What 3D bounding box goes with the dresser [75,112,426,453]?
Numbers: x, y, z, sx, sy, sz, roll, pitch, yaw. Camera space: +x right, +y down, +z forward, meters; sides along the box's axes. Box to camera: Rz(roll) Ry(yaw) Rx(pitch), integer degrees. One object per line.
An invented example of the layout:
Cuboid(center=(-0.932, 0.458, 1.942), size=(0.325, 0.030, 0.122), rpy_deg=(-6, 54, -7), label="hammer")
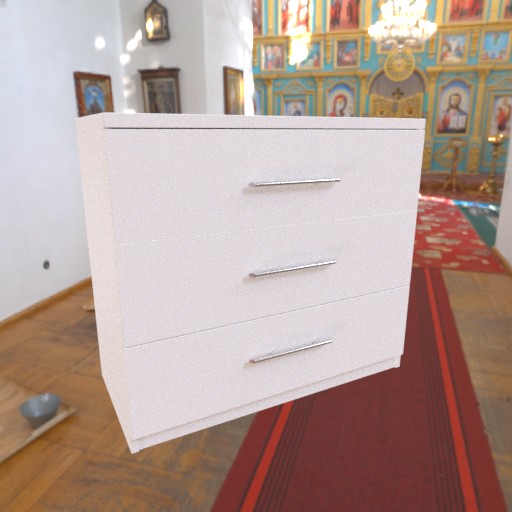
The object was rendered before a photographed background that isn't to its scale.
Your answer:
Cuboid(center=(0.000, 0.000, 1.247), size=(0.830, 0.740, 0.420), rpy_deg=(-8, 18, -27), label="dresser")
